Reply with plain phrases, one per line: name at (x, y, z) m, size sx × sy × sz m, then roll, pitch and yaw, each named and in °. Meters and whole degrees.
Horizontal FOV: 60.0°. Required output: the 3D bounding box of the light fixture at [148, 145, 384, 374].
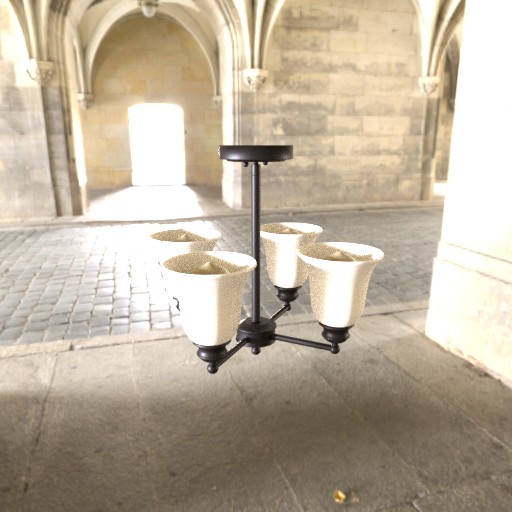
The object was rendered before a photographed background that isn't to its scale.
light fixture at (0.000, 0.000, 1.908) m, size 1.069 × 0.925 × 1.069 m, roll 7°, pitch 16°, yaw 26°
